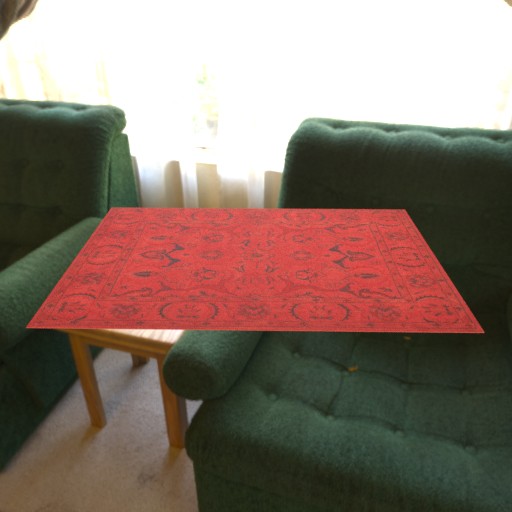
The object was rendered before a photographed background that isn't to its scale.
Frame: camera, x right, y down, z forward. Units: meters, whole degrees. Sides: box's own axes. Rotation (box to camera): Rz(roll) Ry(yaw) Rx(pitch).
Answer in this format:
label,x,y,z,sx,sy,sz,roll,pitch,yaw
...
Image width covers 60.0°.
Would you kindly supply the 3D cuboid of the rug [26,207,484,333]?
label,x,y,z,sx,sy,sz,roll,pitch,yaw
rug,0.000,0.000,3.001,2.423,0.010,1.534,0,31,1
